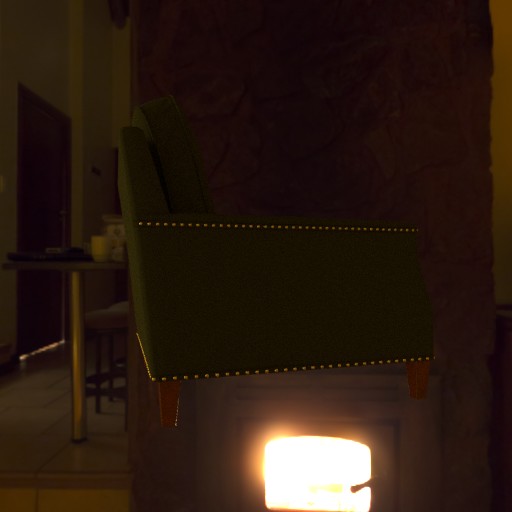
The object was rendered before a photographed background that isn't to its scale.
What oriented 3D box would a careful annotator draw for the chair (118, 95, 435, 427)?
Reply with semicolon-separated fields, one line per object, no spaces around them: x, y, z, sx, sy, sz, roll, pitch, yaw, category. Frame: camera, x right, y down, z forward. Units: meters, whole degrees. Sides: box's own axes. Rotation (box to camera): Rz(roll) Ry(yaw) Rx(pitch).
0.000;0.000;1.702;1.014;0.943;0.853;0;-1;-18;chair
